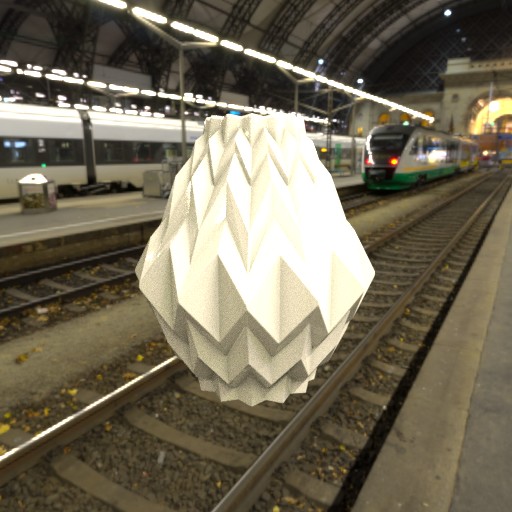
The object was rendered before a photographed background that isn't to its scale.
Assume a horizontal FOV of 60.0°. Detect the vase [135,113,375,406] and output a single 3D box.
[{"bbox_3d":[0.000,0.000,0.310,0.164,0.185,0.164,0,13,0],"label":"vase"}]
